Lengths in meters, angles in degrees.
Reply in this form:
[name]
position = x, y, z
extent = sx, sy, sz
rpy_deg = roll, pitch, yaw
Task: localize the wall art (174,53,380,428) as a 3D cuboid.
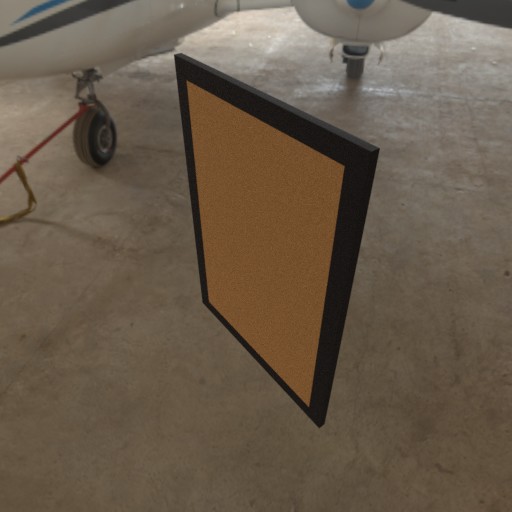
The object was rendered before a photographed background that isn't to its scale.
[wall art]
position = 0.000, 0.000, 0.719
extent = 0.013, 0.534, 0.380
rpy_deg = -27, 48, -28
